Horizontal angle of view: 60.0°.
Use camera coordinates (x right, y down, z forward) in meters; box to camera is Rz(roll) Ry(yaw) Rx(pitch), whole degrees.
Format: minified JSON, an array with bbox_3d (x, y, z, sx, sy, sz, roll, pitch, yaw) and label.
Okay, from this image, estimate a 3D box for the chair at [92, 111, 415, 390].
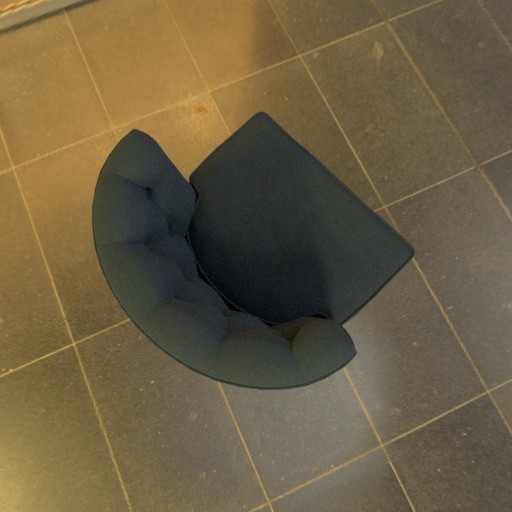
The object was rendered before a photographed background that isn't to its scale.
[{"bbox_3d":[0.000,0.000,1.356,0.718,0.771,0.740,-43,79,-10],"label":"chair"}]
